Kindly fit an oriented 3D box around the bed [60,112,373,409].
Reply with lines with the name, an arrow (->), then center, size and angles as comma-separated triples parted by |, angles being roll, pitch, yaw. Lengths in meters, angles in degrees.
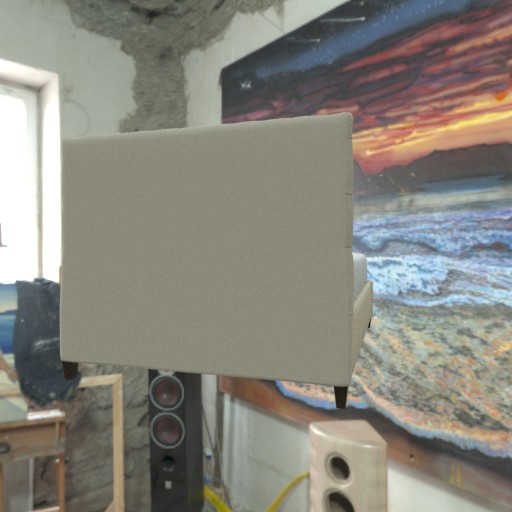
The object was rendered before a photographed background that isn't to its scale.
bed -> 0.000, 0.000, 3.472 | 1.698, 1.427, 2.387 | 0, 1, 17
